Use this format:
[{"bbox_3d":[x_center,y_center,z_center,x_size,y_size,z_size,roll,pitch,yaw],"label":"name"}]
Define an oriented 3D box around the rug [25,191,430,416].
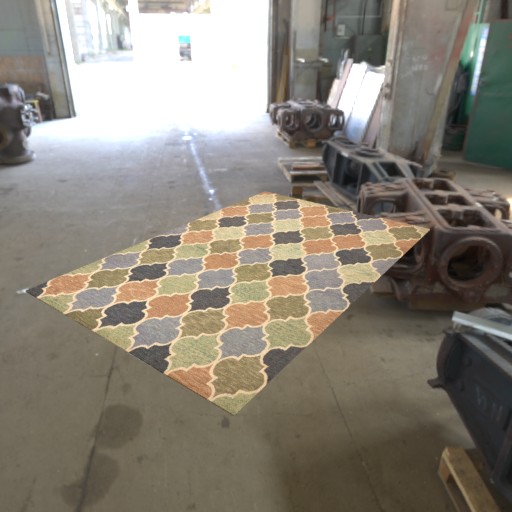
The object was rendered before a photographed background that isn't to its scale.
[{"bbox_3d":[0.000,0.000,2.318,1.216,0.006,1.828,18,31,33],"label":"rug"}]
